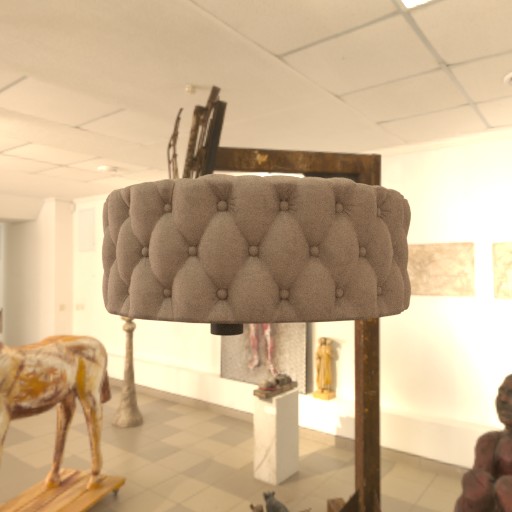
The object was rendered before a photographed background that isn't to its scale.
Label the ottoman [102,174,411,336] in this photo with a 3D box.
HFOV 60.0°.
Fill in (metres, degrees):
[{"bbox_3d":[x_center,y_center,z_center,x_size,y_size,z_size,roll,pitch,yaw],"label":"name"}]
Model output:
[{"bbox_3d":[0.000,0.000,1.505,0.998,0.399,0.998,0,-1,0],"label":"ottoman"}]
